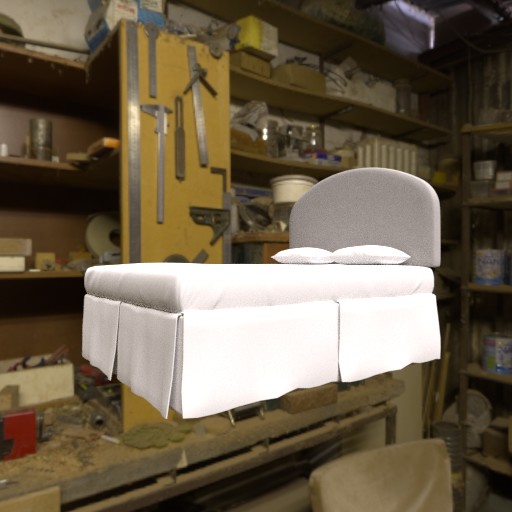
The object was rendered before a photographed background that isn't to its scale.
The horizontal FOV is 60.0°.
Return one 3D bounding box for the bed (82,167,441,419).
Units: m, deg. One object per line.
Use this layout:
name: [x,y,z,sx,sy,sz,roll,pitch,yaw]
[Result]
bed: [0.000,0.000,3.044,2.005,1.410,1.607,0,-1,-36]
